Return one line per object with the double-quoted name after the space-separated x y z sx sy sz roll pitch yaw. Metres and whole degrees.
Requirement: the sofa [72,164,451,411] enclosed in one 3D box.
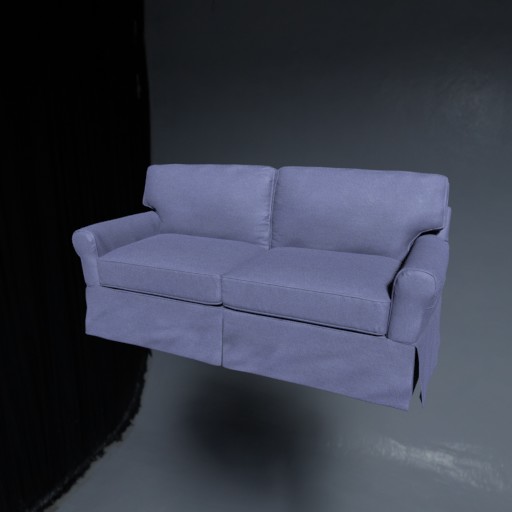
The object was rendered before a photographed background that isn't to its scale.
0.000 0.000 2.829 2.256 1.094 0.983 7 17 24 "sofa"
